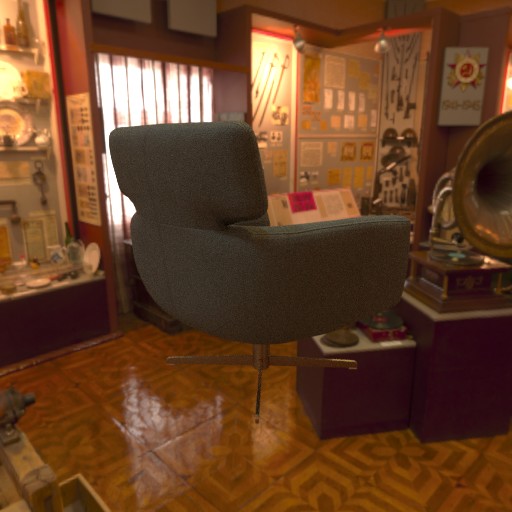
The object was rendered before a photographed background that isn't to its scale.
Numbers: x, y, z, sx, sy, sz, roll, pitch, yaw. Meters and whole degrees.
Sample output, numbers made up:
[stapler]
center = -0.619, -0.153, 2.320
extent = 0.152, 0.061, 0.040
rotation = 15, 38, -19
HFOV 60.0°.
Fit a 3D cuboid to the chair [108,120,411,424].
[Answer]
[chair]
center = 0.000, 0.000, 1.449
extent = 0.761, 0.813, 0.738
rotation = -13, 19, -41
